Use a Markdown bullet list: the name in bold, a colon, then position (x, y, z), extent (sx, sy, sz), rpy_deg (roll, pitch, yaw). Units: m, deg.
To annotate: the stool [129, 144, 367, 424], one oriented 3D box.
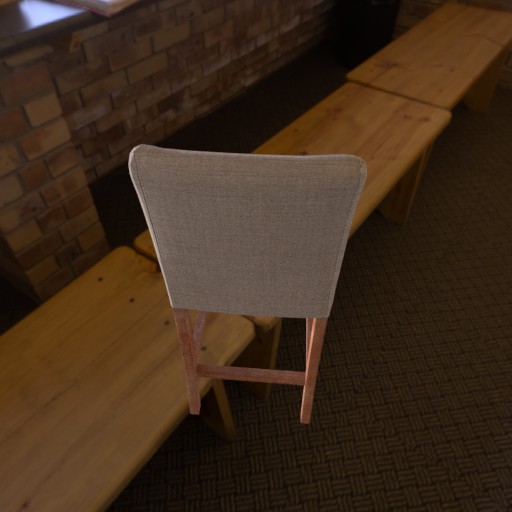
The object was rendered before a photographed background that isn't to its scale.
- **stool**: position (0.000, 0.000, 1.334), extent (0.454, 1.039, 0.567), rpy_deg (4, 46, 3)
